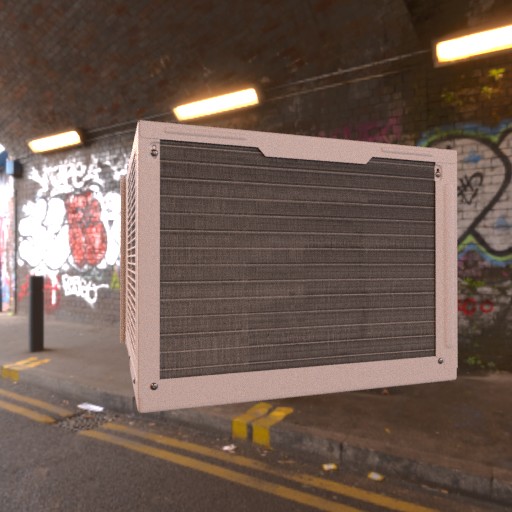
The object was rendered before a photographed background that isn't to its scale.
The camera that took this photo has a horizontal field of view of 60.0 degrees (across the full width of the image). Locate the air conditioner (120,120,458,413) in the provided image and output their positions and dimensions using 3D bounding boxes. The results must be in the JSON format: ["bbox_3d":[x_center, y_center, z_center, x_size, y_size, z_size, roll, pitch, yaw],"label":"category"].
[{"bbox_3d":[0.000,0.000,0.871,0.503,0.388,0.546,0,0,-18],"label":"air conditioner"}]
